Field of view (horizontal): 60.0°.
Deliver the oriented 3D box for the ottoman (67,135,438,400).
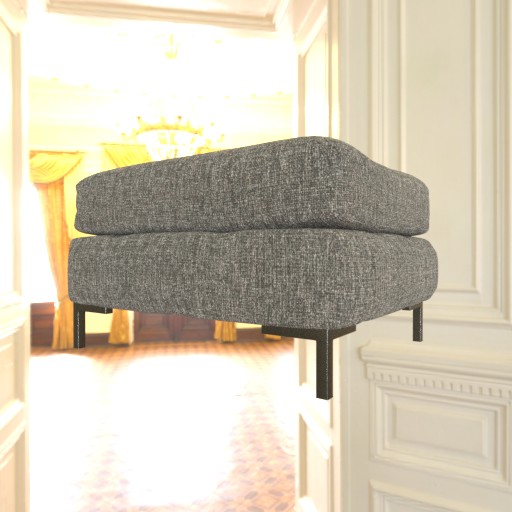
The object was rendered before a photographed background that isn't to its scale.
[{"bbox_3d":[0.000,0.000,1.204,0.828,0.480,0.683,0,0,35],"label":"ottoman"}]
